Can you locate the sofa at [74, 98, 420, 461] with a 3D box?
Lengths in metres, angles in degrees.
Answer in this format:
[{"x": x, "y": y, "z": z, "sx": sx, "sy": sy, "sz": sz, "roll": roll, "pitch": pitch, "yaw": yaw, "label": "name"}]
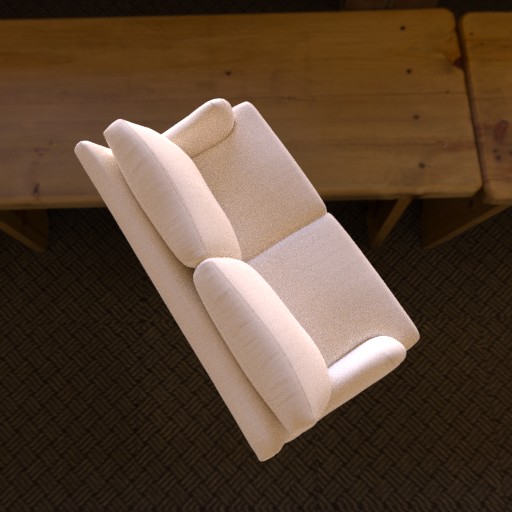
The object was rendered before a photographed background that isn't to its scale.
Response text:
[{"x": 0.000, "y": 0.000, "z": 2.577, "sx": 1.084, "sy": 1.101, "sz": 1.853, "roll": -32, "pitch": 78, "yaw": -8, "label": "sofa"}]
